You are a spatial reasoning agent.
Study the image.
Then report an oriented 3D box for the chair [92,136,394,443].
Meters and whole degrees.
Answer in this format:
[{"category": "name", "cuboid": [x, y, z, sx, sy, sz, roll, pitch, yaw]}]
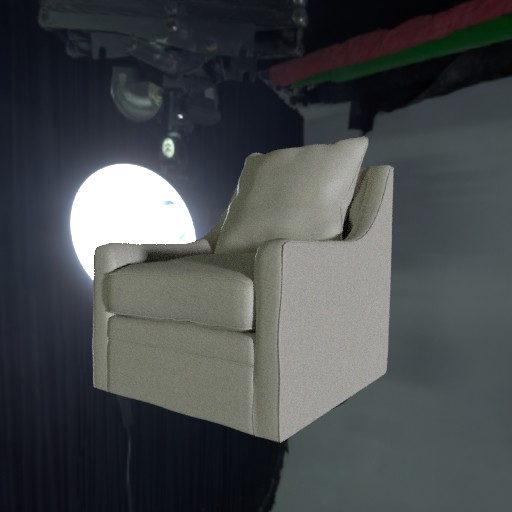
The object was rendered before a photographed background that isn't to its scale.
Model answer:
[{"category": "chair", "cuboid": [0.000, 0.000, 1.622, 0.760, 0.942, 0.876, 1, 1, 35]}]
